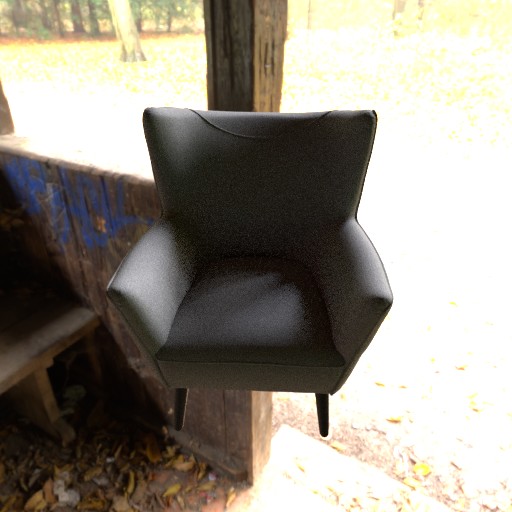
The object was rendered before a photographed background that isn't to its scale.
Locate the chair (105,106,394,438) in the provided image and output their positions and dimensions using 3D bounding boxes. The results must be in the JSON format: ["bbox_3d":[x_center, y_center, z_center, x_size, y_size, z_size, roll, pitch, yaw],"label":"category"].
[{"bbox_3d":[0.000,0.000,1.556,0.781,0.933,0.888,1,30,2],"label":"chair"}]
